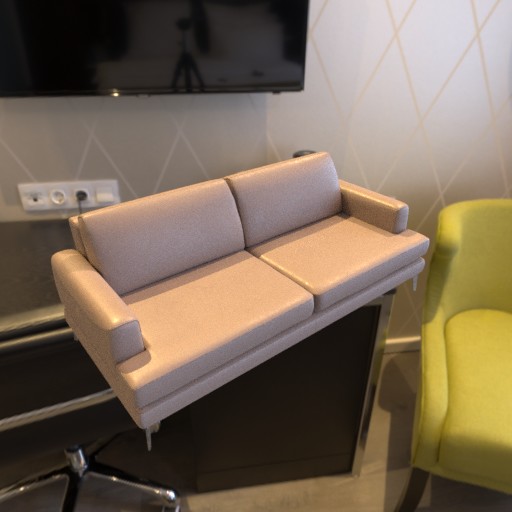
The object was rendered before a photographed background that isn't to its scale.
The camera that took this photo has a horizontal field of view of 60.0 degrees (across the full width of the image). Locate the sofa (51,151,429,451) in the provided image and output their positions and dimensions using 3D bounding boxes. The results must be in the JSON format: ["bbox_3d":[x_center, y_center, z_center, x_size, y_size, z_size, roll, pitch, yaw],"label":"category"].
[{"bbox_3d":[0.000,0.000,2.463,1.940,0.765,0.974,-22,36,-33],"label":"sofa"}]
